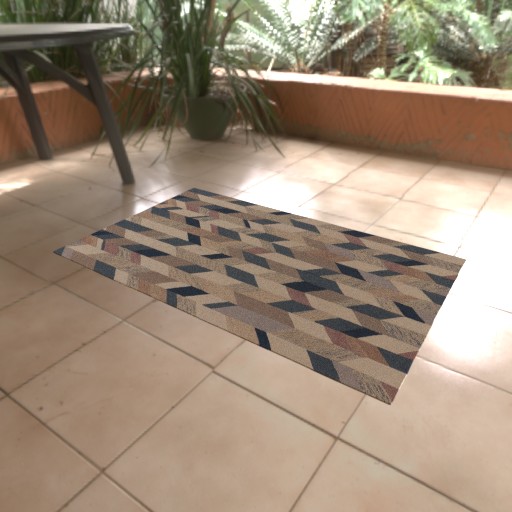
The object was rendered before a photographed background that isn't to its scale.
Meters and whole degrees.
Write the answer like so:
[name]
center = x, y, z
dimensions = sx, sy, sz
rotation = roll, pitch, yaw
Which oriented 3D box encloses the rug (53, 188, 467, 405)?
[rug]
center = 0.000, 0.000, 3.039
dimensions = 2.423, 0.008, 1.513
rotation = 18, 34, 29
